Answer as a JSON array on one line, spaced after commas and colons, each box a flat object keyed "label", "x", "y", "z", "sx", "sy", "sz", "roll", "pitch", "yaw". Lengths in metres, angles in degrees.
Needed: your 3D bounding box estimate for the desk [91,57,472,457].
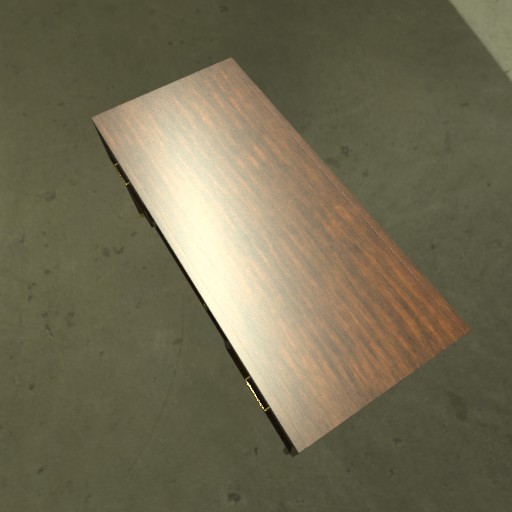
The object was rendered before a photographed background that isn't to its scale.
[{"label": "desk", "x": 0.000, "y": 0.000, "z": 2.044, "sx": 0.724, "sy": 0.762, "sz": 1.575, "roll": -30, "pitch": 67, "yaw": -14}]
